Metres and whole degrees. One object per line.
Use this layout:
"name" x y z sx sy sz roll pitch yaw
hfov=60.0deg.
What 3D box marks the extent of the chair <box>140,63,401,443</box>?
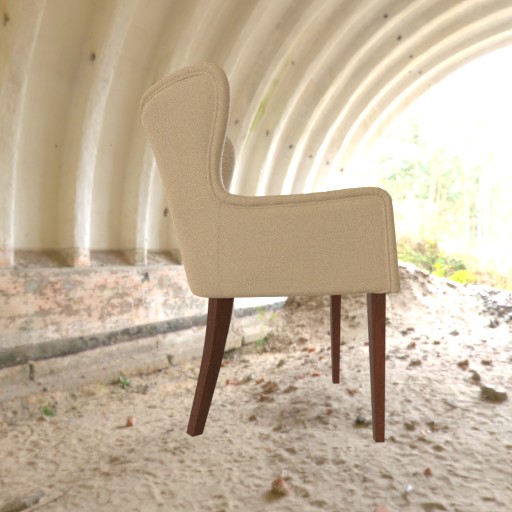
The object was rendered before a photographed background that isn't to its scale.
"chair" 0.000 0.000 1.457 0.744 0.990 0.696 0 0 -2
